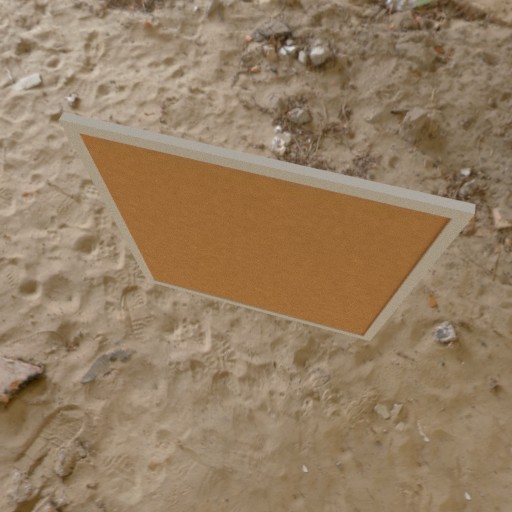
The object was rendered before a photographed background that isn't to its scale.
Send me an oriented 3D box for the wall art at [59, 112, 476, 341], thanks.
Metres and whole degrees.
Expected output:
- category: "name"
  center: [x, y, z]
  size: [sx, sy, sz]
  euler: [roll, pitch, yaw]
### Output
- category: "wall art"
  center: [0.000, 0.000, 0.677]
  size: [0.457, 0.457, 0.012]
  euler: [14, 64, 7]
